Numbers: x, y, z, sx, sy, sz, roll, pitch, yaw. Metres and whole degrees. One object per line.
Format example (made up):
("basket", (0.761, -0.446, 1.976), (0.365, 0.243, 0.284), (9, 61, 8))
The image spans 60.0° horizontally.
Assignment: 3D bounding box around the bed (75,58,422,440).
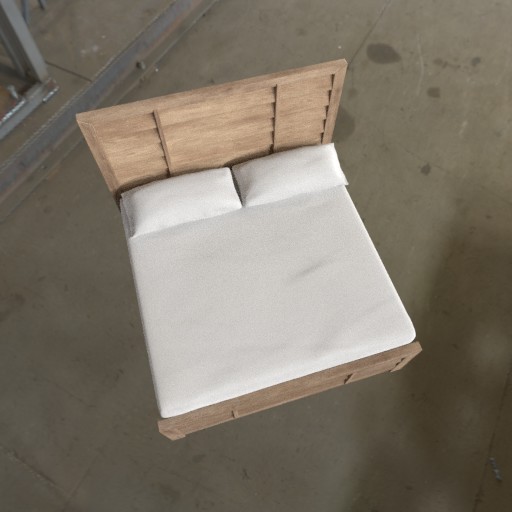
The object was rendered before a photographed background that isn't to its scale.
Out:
("bed", (0.000, 0.000, 3.494), (2.032, 1.626, 2.062), (-15, 63, -8))
